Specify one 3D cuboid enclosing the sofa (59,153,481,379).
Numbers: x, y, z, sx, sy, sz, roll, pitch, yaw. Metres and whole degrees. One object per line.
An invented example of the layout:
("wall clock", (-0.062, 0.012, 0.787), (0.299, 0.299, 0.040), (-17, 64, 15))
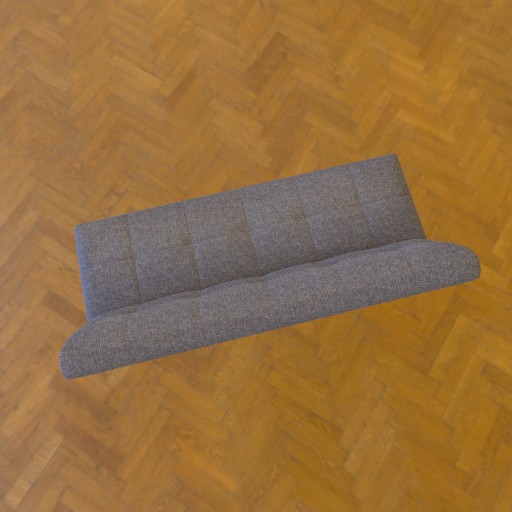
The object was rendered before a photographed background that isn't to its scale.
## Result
("sofa", (0.000, 0.000, 2.257), (1.820, 0.770, 0.820), (-13, 76, -3))
